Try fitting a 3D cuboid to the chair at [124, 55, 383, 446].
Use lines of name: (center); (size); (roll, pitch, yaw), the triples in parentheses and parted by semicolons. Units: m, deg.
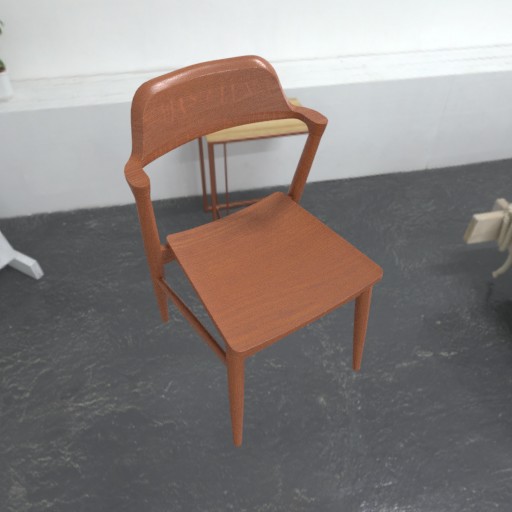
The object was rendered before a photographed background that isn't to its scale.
chair: (0.000, 0.000, 1.130); (0.496, 0.801, 0.499); (-25, 51, -22)
